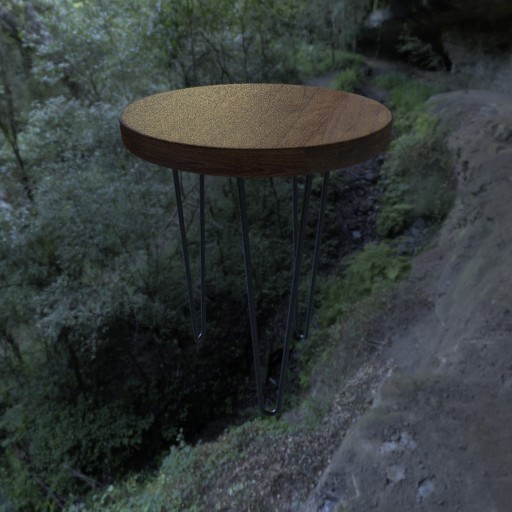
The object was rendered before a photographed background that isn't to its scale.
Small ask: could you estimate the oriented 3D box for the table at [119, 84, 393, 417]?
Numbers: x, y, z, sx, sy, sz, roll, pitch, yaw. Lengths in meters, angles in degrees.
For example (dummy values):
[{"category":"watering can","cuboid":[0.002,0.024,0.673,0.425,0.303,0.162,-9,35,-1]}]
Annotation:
[{"category":"table","cuboid":[0.000,0.000,0.800,0.400,0.520,0.400,0,31,0]}]
